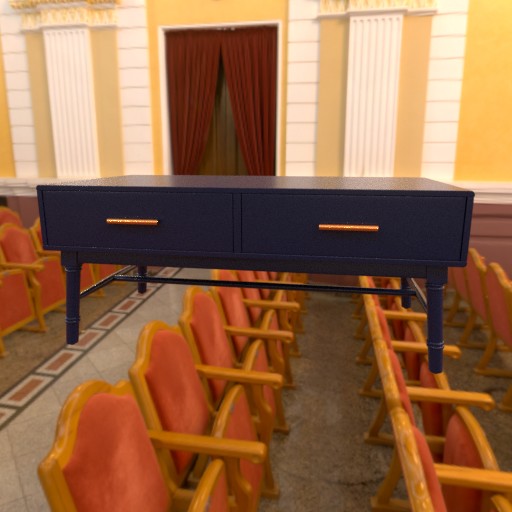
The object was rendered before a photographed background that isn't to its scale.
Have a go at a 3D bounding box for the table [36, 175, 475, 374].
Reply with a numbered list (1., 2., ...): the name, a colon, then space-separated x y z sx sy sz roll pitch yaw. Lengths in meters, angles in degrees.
1. table: 0.000 0.000 1.364 1.067 0.457 0.572 2 13 10
